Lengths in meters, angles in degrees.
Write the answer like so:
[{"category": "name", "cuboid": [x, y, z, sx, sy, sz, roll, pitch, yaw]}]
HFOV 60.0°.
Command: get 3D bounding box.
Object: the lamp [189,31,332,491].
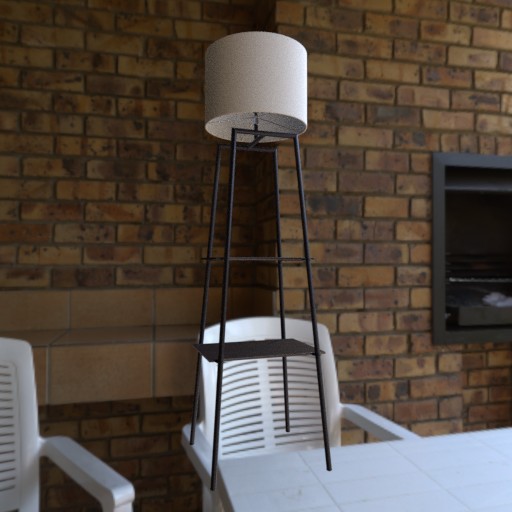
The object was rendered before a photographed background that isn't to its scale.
[{"category": "lamp", "cuboid": [0.000, 0.000, 1.636, 0.427, 1.474, 0.384, 0, -1, -19]}]
